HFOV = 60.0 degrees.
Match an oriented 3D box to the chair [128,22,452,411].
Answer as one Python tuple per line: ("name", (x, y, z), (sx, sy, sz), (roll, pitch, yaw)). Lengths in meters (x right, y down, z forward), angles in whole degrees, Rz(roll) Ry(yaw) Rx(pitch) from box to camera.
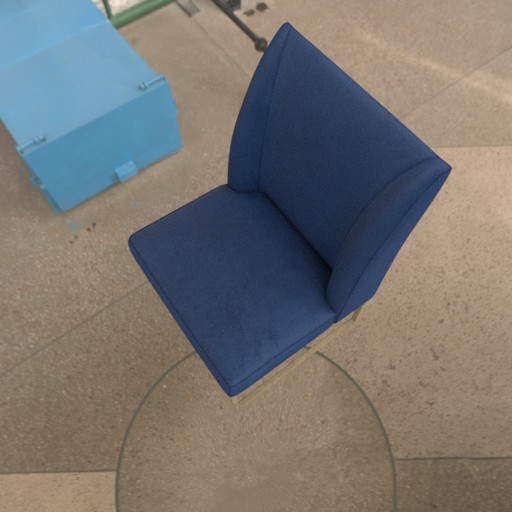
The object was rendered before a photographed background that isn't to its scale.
("chair", (0.000, 0.000, 1.159), (0.522, 0.863, 0.508), (-33, 68, -15))
